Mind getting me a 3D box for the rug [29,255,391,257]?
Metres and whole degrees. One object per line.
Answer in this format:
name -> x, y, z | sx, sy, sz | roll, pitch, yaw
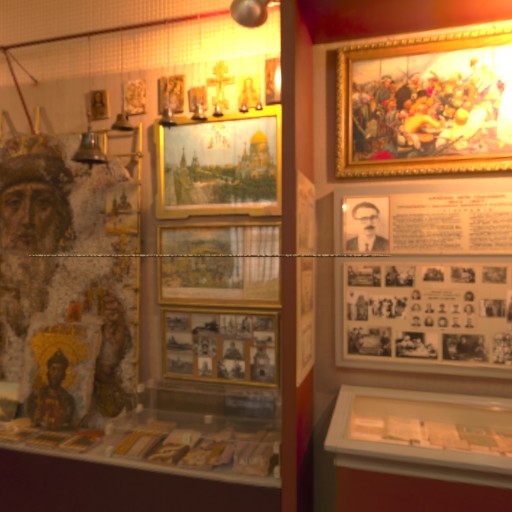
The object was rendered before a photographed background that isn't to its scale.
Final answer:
rug -> 0.000, 0.000, 4.320 | 2.439, 0.014, 3.207 | 0, 0, 18
